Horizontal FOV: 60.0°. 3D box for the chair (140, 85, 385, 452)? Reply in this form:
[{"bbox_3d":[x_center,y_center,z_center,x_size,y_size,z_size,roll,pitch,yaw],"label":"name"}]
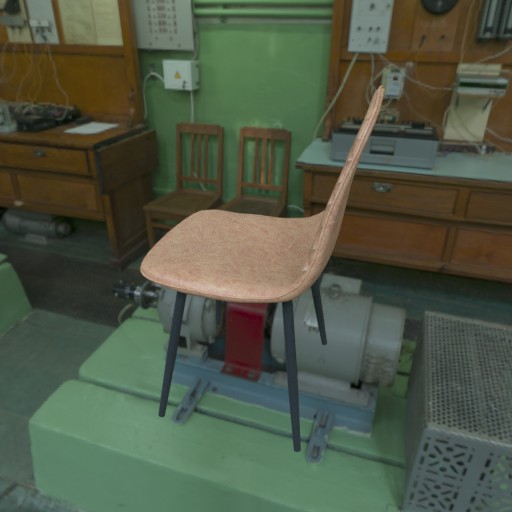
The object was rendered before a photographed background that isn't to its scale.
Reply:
[{"bbox_3d":[0.000,0.000,1.208,0.561,0.889,0.472,8,30,15],"label":"chair"}]
